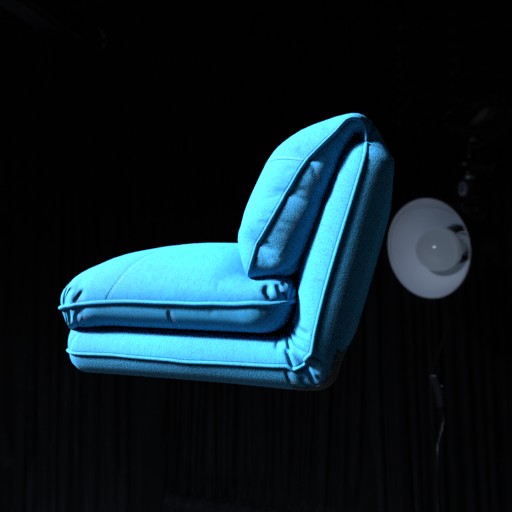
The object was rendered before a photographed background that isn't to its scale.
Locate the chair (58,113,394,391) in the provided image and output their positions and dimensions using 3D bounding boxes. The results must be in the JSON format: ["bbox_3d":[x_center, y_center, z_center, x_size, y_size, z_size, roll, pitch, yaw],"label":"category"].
[{"bbox_3d":[0.000,0.000,1.326,0.780,0.580,0.820,0,-1,16],"label":"chair"}]
